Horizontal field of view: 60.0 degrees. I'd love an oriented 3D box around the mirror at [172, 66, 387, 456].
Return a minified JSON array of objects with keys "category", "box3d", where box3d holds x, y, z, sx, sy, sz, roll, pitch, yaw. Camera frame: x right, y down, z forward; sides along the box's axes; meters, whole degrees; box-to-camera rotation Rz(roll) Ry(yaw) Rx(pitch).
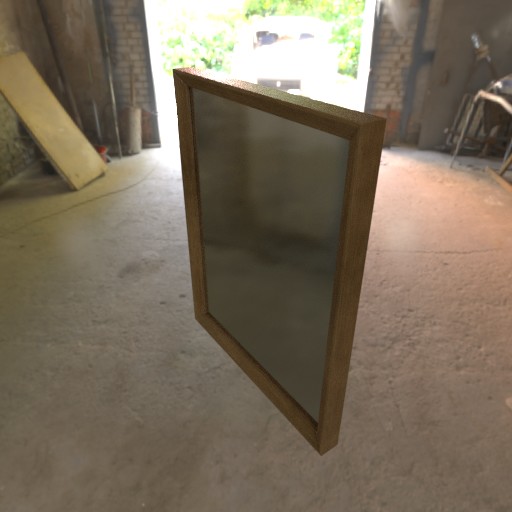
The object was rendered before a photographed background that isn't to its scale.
[{"category":"mirror","box3d":[0.000,0.000,0.704,0.041,0.509,0.406,-20,37,-30]}]
